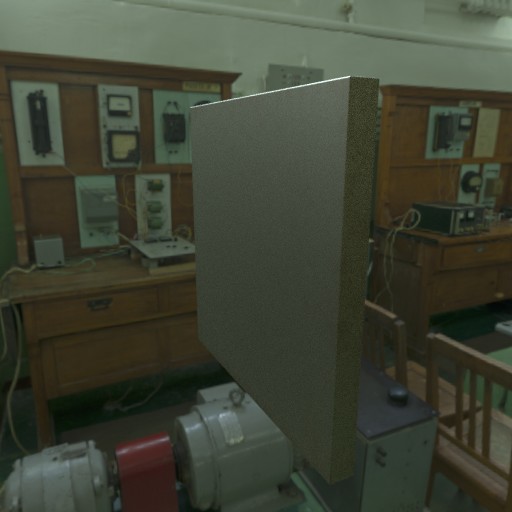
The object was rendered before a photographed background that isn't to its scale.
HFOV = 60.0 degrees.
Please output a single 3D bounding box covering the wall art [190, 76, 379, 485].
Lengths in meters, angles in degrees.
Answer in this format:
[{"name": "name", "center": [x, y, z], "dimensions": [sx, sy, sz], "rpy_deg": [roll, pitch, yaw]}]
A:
[{"name": "wall art", "center": [0.000, 0.000, 0.747], "dimensions": [0.040, 0.506, 0.503], "rpy_deg": [-7, 16, -26]}]
